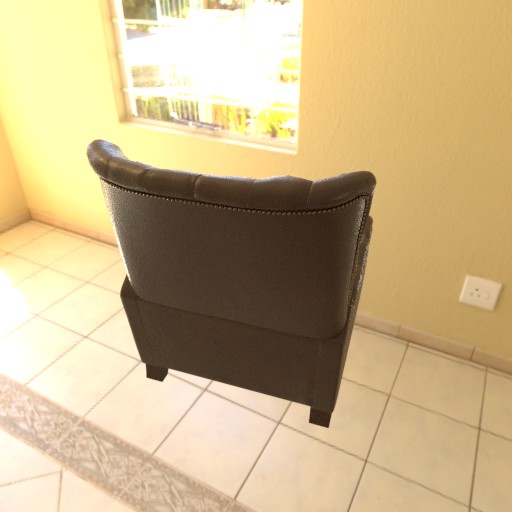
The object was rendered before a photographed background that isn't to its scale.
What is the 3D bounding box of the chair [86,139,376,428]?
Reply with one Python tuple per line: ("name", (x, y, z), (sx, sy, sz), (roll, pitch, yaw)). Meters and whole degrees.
("chair", (0.000, 0.000, 1.454), (0.709, 0.864, 0.823), (10, 34, 16))
